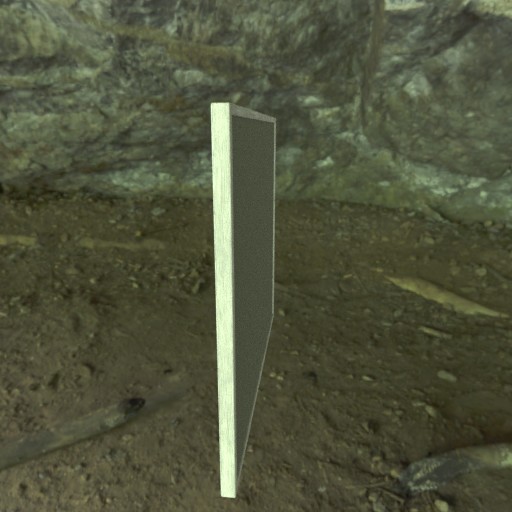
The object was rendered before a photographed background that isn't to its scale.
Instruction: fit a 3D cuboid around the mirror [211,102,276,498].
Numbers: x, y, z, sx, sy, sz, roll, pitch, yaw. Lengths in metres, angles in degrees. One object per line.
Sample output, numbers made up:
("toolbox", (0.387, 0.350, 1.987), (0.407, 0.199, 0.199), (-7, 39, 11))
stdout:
("mirror", (0.000, 0.000, 1.121), (0.028, 0.689, 0.839), (2, 16, 7))
